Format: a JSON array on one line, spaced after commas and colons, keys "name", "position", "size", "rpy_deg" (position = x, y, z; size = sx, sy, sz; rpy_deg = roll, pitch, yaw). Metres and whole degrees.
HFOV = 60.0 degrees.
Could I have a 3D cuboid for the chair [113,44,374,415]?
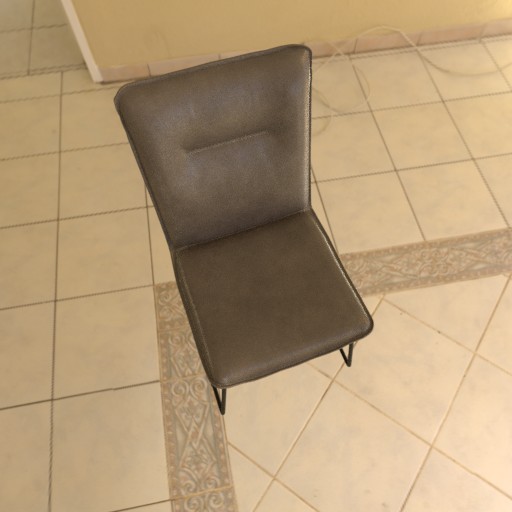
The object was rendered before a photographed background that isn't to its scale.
[{"name": "chair", "position": [0.000, 0.000, 1.362], "size": [0.515, 0.932, 0.688], "rpy_deg": [-18, 64, -9]}]
